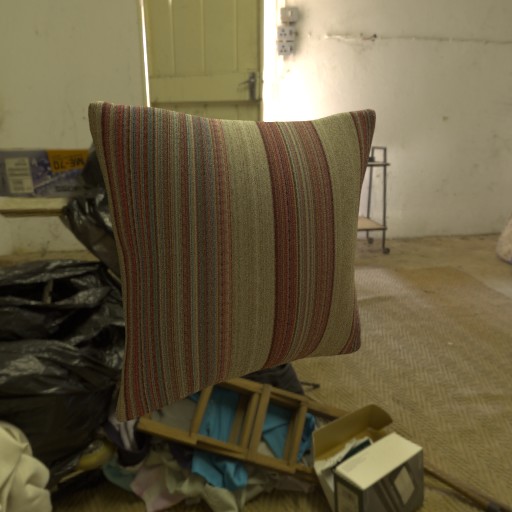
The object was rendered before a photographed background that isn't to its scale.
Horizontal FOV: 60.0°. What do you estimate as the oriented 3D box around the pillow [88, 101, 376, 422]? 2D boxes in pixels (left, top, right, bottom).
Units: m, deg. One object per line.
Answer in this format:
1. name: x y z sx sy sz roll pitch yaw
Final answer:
1. pillow: 0.000 0.000 0.649 0.437 0.419 0.136 -9 18 -28
